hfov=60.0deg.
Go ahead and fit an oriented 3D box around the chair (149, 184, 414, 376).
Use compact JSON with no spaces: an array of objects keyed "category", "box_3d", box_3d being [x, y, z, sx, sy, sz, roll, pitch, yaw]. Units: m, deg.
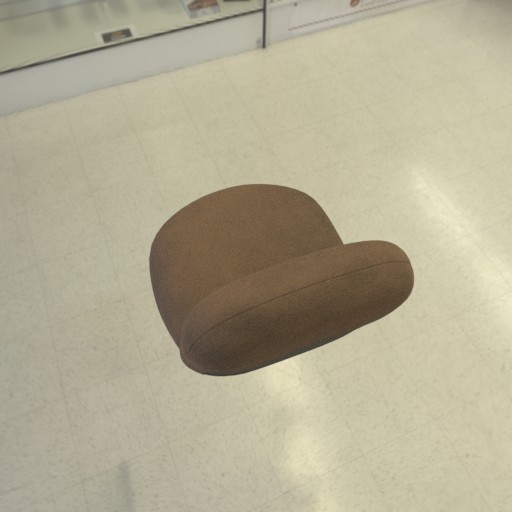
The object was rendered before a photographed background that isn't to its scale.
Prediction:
[{"category":"chair","box_3d":[0.000,0.000,1.049,0.521,0.594,0.597,-18,61,-10]}]
